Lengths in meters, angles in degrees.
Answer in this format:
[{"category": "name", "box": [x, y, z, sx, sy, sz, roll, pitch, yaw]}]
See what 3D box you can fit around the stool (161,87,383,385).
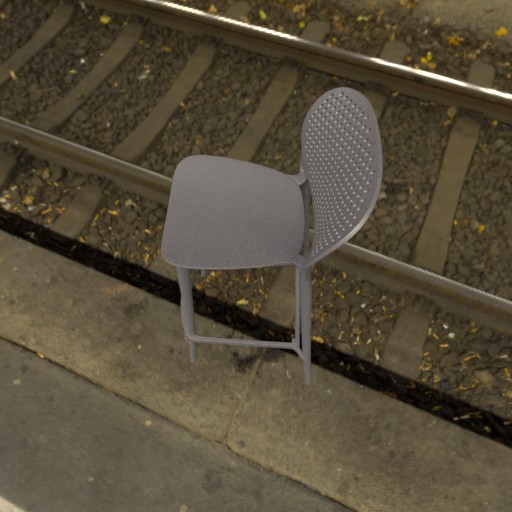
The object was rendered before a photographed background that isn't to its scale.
[{"category": "stool", "box": [0.000, 0.000, 1.403, 0.535, 1.045, 0.536, 2, 60, 1]}]
